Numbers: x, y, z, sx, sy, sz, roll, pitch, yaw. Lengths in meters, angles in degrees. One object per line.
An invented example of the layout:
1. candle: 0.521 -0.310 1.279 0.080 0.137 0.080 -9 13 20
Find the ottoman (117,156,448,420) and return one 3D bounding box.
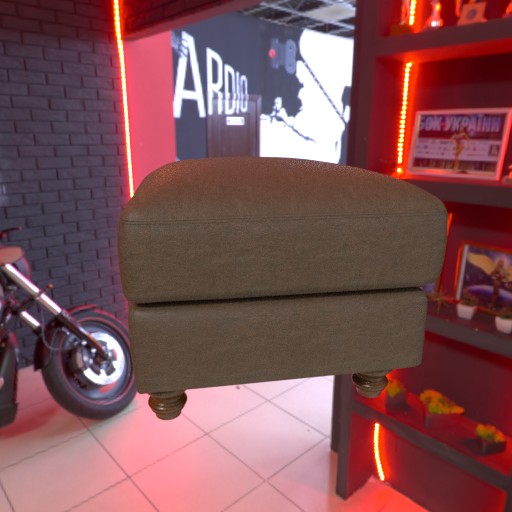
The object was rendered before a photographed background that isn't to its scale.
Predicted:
1. ottoman: 0.000 0.000 1.176 0.635 0.508 0.787 -3 15 -10
